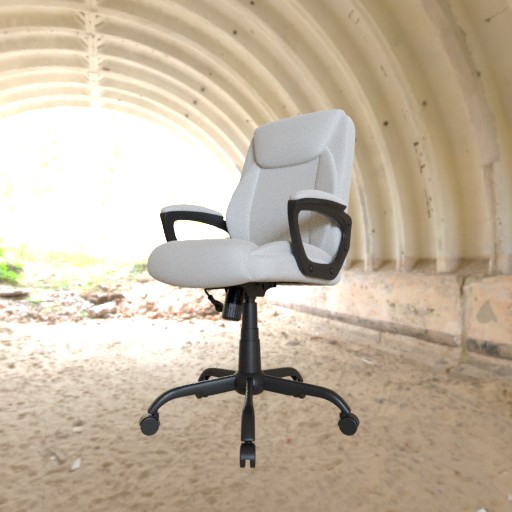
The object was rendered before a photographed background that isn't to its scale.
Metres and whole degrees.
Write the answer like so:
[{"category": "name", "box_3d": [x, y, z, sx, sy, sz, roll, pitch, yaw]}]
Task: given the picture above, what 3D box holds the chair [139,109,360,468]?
[{"category": "chair", "box_3d": [0.000, 0.000, 1.458, 0.663, 1.065, 0.669, -1, -1, 36]}]
